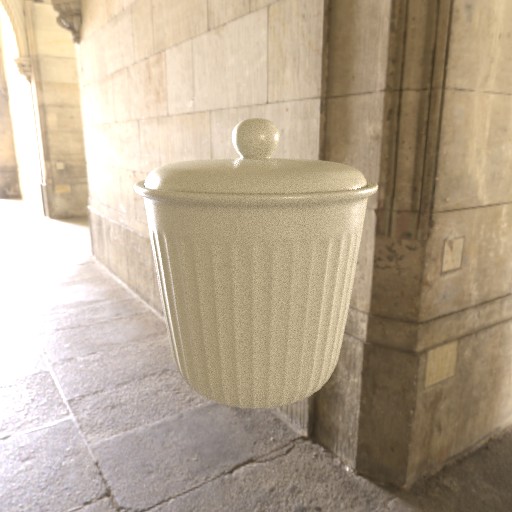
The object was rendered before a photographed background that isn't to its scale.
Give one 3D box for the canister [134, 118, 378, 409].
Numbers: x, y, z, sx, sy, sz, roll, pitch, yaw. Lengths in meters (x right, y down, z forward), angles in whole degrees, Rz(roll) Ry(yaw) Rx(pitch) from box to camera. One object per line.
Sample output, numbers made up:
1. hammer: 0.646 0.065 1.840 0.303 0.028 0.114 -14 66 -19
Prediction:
1. canister: 0.000 0.000 0.354 0.181 0.211 0.181 0 15 0
